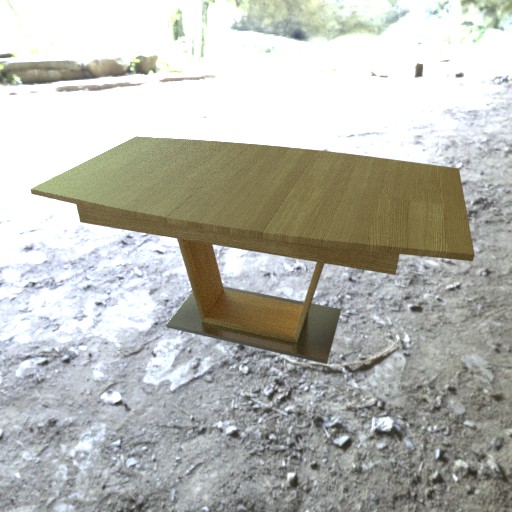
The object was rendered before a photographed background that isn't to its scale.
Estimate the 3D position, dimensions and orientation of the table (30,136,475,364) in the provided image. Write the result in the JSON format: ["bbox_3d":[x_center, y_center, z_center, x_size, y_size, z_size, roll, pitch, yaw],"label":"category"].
[{"bbox_3d":[0.000,0.000,2.013,1.598,0.748,0.900,10,32,16],"label":"table"}]
